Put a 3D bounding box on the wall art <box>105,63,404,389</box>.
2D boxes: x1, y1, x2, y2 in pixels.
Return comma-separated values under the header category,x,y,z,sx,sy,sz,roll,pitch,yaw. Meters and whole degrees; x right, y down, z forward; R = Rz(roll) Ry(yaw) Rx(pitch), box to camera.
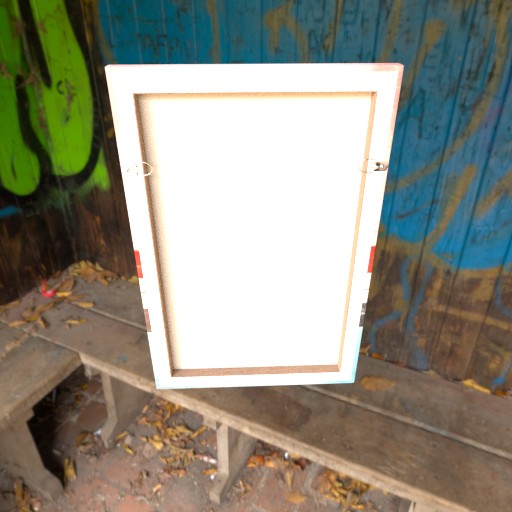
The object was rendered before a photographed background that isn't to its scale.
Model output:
category,x,y,z,sx,sy,sz,roll,pitch,yaw
wall art,0.000,0.000,1.147,0.610,0.914,0.038,-1,31,-2
